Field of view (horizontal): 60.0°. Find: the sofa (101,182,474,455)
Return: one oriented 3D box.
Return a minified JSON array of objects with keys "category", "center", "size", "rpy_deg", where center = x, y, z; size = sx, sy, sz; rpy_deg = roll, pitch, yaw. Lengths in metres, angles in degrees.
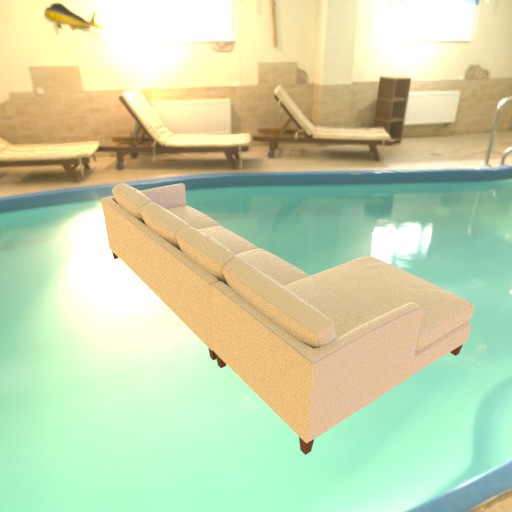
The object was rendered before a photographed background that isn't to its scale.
[{"category":"sofa","center":[0.000,0.000,3.898],"size":[1.625,0.846,3.186],"rpy_deg":[-18,31,-32]}]
